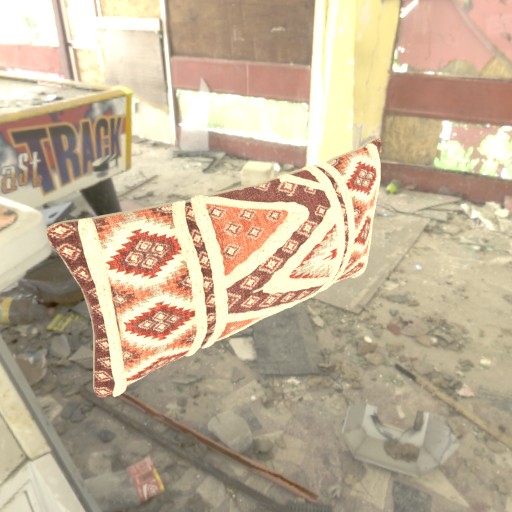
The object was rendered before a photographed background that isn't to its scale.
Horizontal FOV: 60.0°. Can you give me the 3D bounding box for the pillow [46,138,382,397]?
[{"bbox_3d":[0.000,0.000,0.737,0.608,0.295,0.161,-21,36,-33],"label":"pillow"}]
